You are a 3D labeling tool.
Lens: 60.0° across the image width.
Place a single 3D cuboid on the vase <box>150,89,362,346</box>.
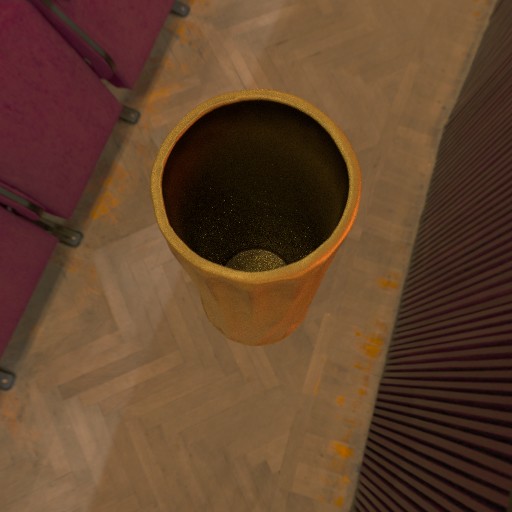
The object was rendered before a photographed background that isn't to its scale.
[{"bbox_3d":[0.000,0.000,0.177,0.061,0.143,0.061,0,75,0],"label":"vase"}]
